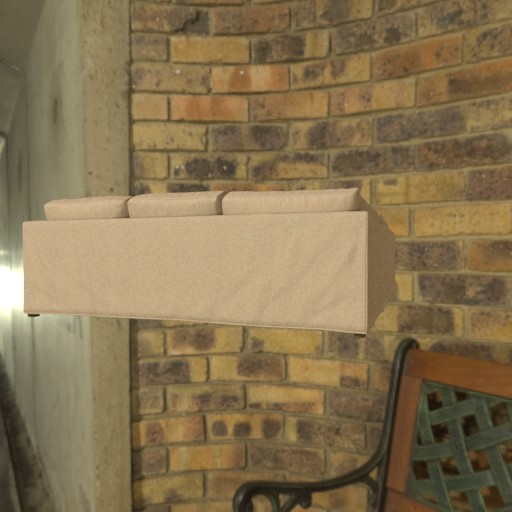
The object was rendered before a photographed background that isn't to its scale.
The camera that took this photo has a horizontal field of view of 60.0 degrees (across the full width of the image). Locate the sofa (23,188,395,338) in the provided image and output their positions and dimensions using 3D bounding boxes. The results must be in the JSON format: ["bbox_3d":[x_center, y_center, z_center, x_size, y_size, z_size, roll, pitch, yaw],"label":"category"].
[{"bbox_3d":[0.000,0.000,4.248,2.432,0.871,3.182,0,0,20],"label":"sofa"}]
